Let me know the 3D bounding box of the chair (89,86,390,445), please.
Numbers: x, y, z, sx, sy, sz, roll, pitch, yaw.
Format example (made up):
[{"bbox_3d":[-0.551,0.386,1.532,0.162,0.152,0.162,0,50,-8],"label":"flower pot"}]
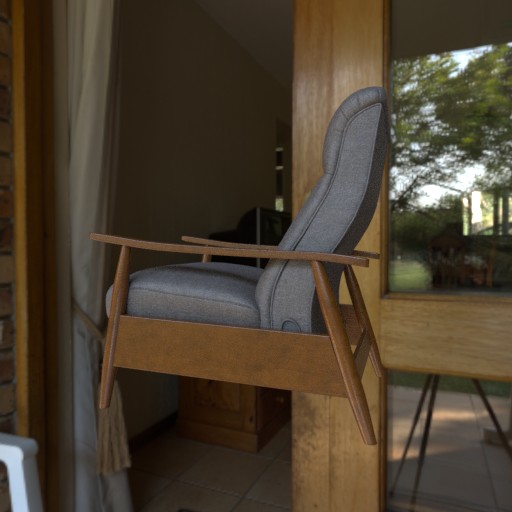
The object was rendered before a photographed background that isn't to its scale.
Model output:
[{"bbox_3d":[0.000,0.000,1.778,1.014,1.081,0.762,1,2,18],"label":"chair"}]
